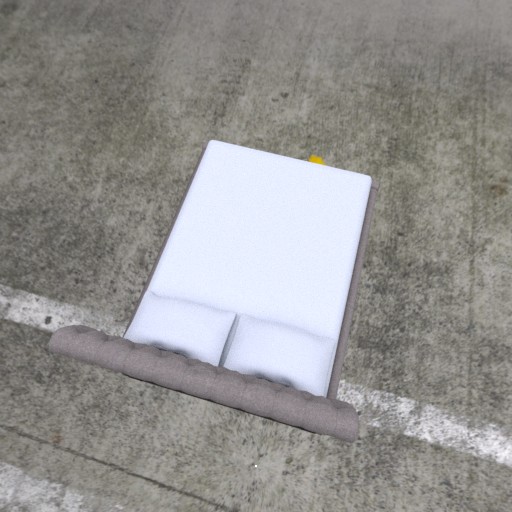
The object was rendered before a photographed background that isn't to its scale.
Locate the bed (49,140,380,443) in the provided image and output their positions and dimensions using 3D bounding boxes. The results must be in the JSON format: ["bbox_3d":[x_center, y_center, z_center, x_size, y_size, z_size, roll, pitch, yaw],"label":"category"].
[{"bbox_3d":[0.000,0.000,3.284,1.645,1.371,2.252,15,66,7],"label":"bed"}]
